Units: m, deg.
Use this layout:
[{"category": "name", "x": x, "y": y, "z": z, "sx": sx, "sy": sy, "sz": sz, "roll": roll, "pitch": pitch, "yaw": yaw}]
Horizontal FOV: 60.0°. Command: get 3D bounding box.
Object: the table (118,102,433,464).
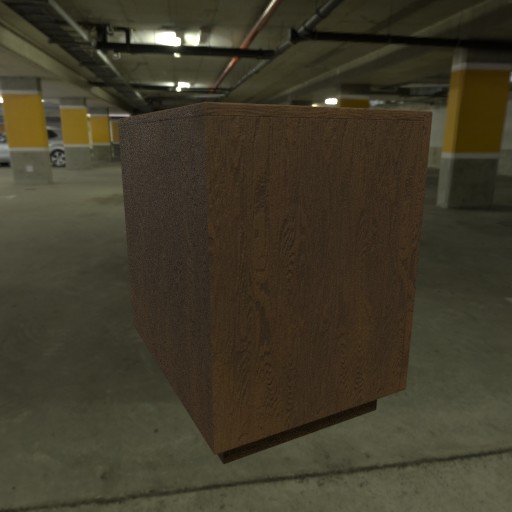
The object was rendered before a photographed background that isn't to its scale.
[{"category": "table", "x": 0.000, "y": 0.000, "z": 0.969, "sx": 0.439, "sy": 0.585, "sz": 0.560, "roll": -8, "pitch": 17, "yaw": -27}]
